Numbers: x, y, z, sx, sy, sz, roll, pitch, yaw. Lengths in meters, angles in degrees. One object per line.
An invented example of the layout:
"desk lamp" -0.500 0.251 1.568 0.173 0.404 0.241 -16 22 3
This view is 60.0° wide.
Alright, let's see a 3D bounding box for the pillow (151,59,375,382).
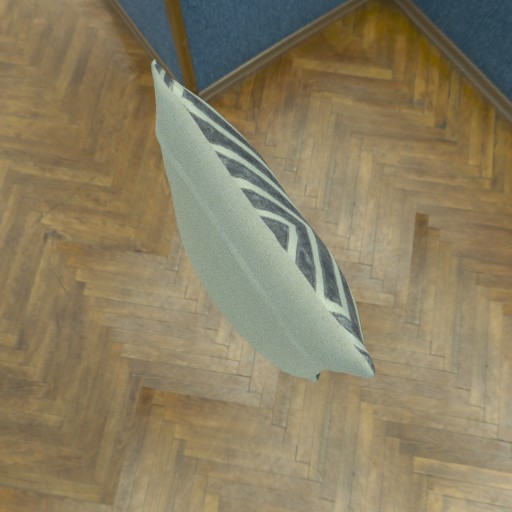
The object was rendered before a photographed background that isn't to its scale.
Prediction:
"pillow" 0.000 0.000 0.677 0.182 0.441 0.440 -32 77 -8
